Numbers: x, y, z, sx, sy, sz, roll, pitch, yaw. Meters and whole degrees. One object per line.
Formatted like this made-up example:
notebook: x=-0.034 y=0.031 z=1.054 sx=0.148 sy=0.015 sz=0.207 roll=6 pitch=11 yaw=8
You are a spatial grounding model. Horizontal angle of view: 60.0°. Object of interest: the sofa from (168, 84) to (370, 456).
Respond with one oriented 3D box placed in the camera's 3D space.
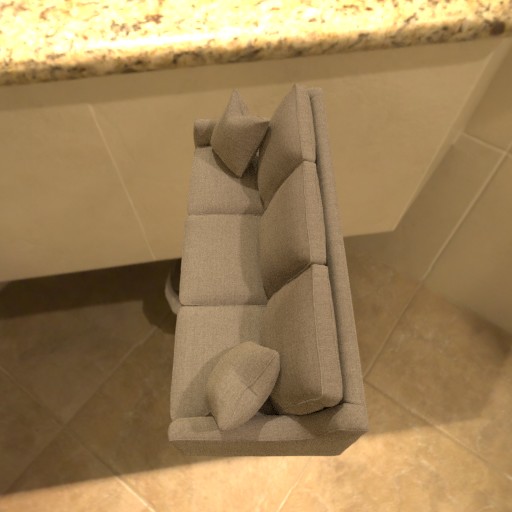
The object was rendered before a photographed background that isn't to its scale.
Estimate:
sofa: x=0.000 y=0.000 z=2.522 sx=0.865 sy=0.914 sz=2.031 roll=-1 pitch=59 yaw=0
